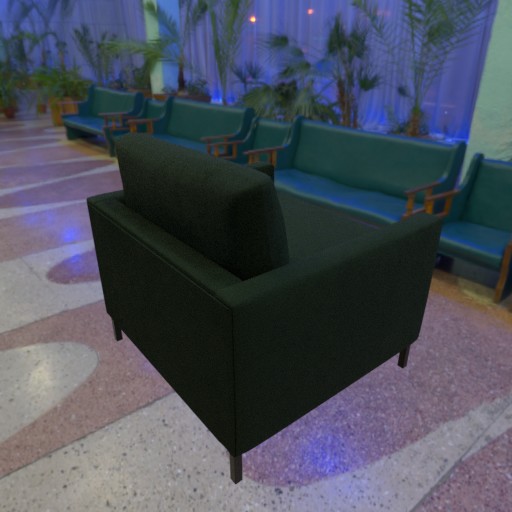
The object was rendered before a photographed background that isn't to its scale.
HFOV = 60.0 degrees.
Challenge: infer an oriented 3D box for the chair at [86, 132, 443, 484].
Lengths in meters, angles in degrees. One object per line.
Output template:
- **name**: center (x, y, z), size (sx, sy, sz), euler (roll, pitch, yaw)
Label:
- **chair**: center (0.000, 0.000, 1.616), size (0.866, 0.861, 0.963), euler (-19, 32, -34)
